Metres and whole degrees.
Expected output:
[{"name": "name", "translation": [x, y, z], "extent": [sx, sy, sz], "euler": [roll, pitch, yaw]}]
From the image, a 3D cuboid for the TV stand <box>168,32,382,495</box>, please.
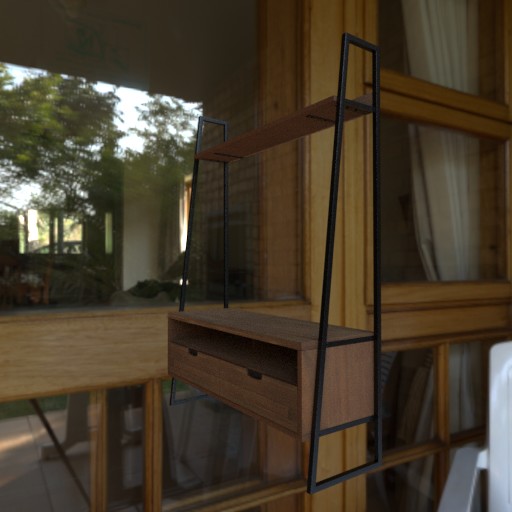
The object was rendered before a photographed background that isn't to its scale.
[{"name": "TV stand", "translation": [0.000, 0.000, 2.263], "extent": [0.432, 1.772, 1.250], "euler": [1, -1, -35]}]
